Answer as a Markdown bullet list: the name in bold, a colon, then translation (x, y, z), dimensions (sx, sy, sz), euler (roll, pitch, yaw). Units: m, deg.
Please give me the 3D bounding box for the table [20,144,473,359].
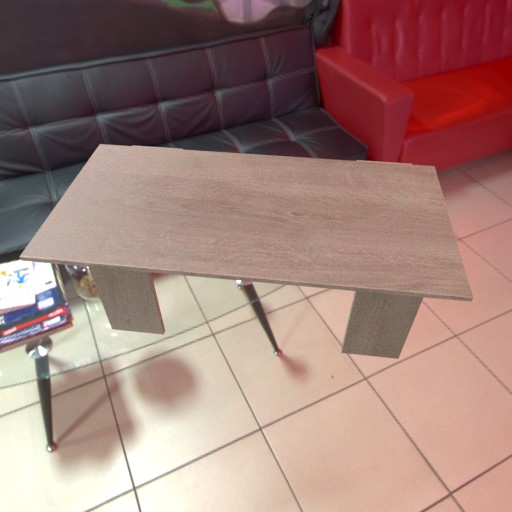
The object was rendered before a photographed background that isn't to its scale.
- **table**: translation (0.000, 0.000, 1.417), dimensions (1.000, 0.570, 0.711), euler (5, 45, 5)
